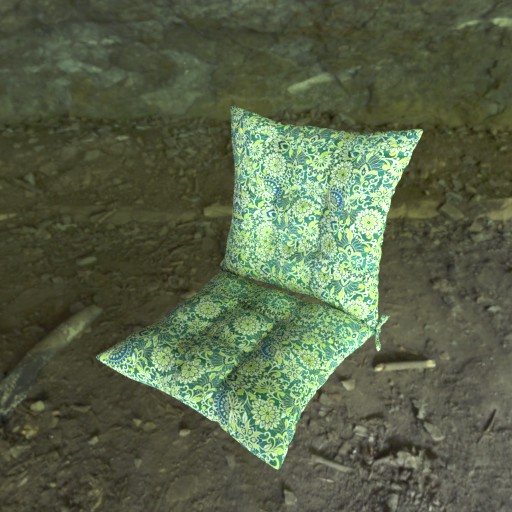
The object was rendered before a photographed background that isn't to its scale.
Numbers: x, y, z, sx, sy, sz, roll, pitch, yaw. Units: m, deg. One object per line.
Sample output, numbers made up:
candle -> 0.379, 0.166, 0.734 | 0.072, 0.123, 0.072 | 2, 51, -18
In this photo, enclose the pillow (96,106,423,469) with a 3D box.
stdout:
pillow -> 0.000, 0.000, 1.000 | 0.541, 0.536, 0.585 | 19, 34, 30
